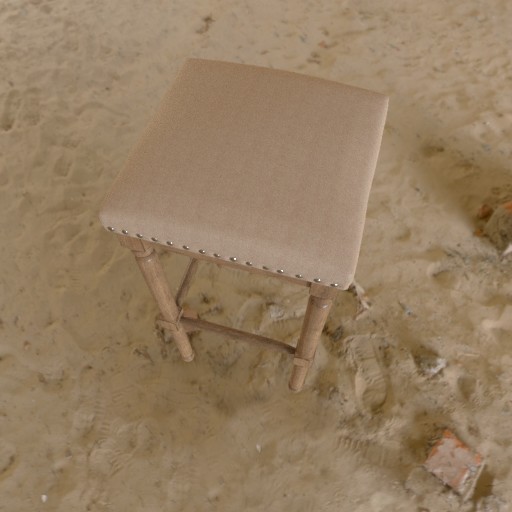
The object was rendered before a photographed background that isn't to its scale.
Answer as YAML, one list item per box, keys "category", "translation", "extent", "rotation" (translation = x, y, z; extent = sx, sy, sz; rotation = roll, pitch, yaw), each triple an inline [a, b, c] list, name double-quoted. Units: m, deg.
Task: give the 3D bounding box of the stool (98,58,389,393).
- category: "stool"
  translation: [0.000, 0.000, 0.997]
  extent: [0.383, 0.768, 0.382]
  rotation: [14, 60, 8]
